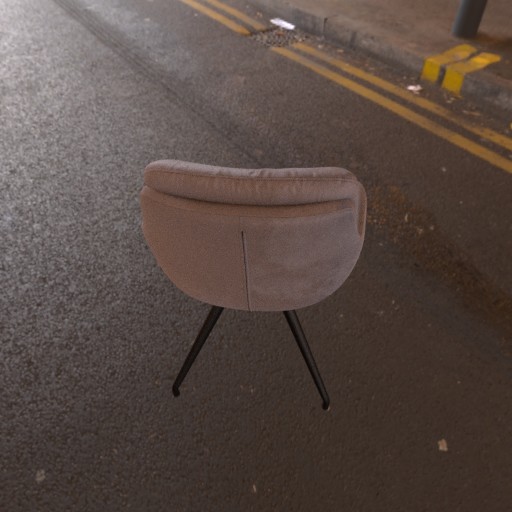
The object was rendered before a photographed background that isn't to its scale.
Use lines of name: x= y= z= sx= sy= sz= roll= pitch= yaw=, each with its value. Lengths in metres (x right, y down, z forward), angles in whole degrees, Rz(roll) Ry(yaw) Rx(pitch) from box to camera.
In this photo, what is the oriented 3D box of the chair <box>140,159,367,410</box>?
chair: x=0.000 y=0.000 z=1.254 sx=0.579 sy=0.888 sz=0.569 roll=4 pitch=45 yaw=4
